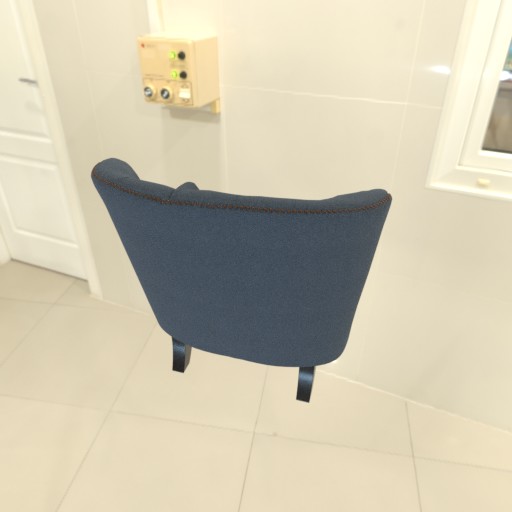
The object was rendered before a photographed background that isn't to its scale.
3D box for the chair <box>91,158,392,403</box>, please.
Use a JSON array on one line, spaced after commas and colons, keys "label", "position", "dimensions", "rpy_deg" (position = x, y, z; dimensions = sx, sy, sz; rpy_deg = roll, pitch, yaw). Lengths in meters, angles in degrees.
[{"label": "chair", "position": [0.000, 0.000, 1.600], "dimensions": [0.848, 0.868, 0.906], "rpy_deg": [9, 34, 14]}]
